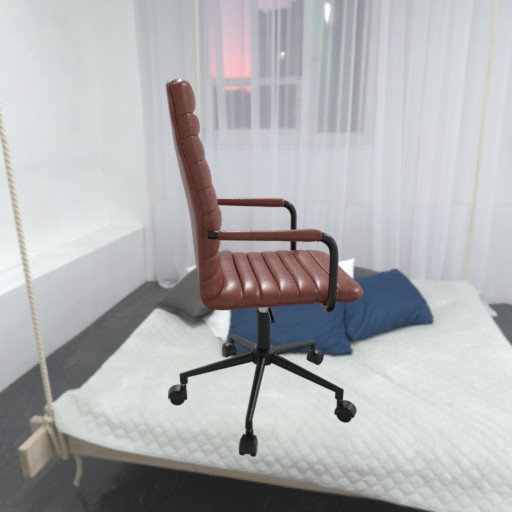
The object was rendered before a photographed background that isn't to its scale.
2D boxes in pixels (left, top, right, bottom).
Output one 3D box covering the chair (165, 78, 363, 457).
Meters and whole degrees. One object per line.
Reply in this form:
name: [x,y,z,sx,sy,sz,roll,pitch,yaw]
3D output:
chair: [0.000,0.000,1.351,0.580,0.979,0.608,-2,17,-8]
